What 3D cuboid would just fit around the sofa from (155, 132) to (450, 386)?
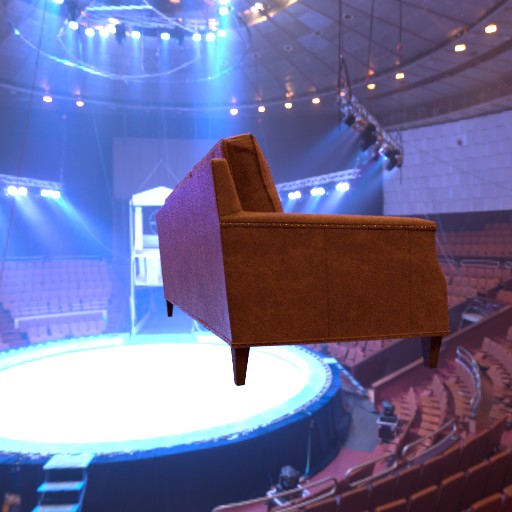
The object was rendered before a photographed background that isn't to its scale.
[{"bbox_3d":[0.000,0.000,2.828,1.084,1.003,2.246,0,0,-18],"label":"sofa"}]
